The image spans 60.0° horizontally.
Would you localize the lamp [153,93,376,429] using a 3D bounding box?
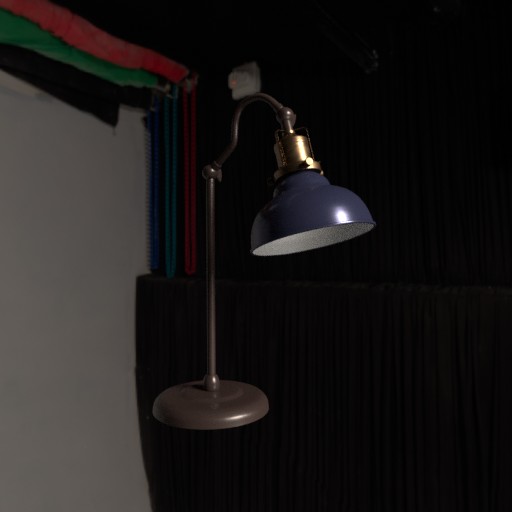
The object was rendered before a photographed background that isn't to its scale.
[{"bbox_3d":[0.000,0.000,0.693,0.374,0.508,0.192,0,-1,35],"label":"lamp"}]
